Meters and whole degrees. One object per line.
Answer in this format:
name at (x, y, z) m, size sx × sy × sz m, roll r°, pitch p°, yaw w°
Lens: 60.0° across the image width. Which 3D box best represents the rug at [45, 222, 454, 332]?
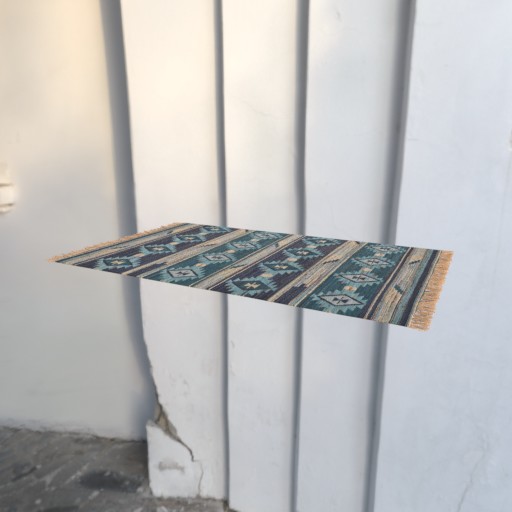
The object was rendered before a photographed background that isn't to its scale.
rug at (0.000, 0.000, 2.434) m, size 1.936 × 0.028 × 1.181 m, roll 8°, pitch 17°, yaw 26°
